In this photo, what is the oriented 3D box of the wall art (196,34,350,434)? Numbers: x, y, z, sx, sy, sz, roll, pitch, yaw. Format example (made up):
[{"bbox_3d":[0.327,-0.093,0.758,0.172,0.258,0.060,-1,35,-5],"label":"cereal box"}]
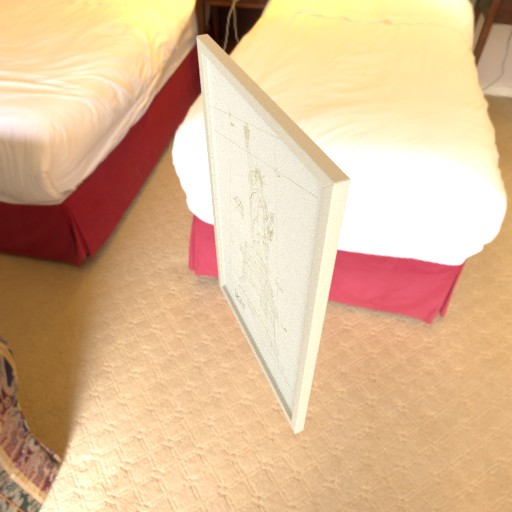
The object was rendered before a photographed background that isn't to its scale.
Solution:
[{"bbox_3d":[0.000,0.000,1.523,0.038,1.183,0.808,-18,49,-16],"label":"wall art"}]
